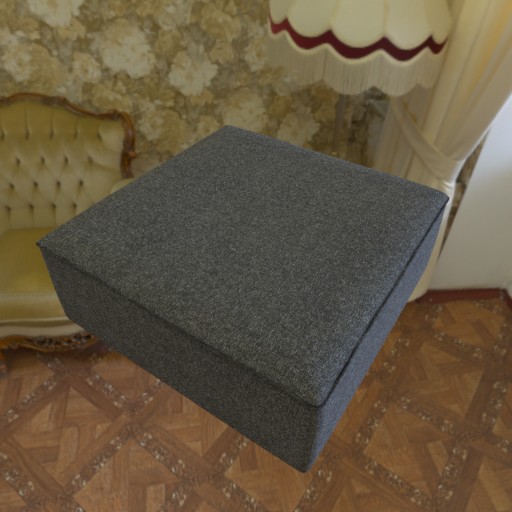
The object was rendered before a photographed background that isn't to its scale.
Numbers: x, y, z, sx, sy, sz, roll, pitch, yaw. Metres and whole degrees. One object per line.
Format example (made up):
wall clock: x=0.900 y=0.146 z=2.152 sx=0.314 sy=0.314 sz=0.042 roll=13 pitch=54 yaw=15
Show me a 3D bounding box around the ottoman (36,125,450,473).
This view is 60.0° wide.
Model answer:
ottoman: x=0.000 y=0.000 z=1.580 sx=1.021 sy=0.423 sz=1.017 roll=25 pitch=47 yaw=25
